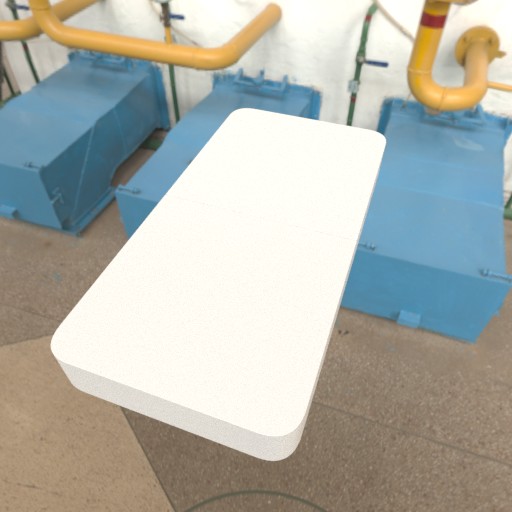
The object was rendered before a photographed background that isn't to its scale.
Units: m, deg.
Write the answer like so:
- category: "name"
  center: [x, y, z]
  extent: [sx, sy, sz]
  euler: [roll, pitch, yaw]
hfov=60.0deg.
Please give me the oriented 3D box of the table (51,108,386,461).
- category: "table"
  center: [0.000, 0.000, 1.432]
  extent: [0.600, 0.340, 1.200]
  euler: [15, 48, 14]
